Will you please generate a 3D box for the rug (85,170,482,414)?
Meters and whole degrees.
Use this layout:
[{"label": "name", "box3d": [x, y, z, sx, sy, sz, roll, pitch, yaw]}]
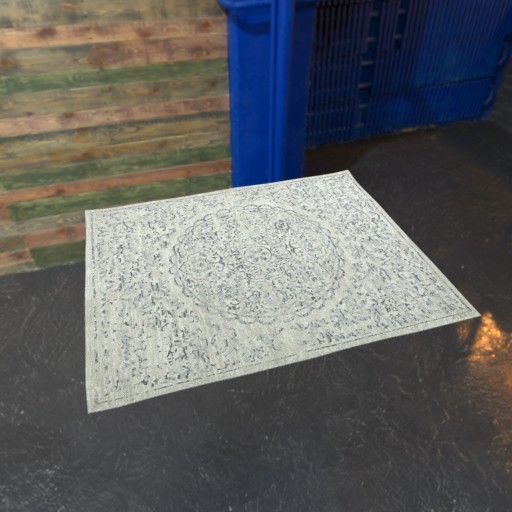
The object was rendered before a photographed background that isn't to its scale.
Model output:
[{"label": "rug", "box3d": [0.000, 0.000, 3.942, 2.925, 0.026, 2.343, -11, 41, -13]}]
